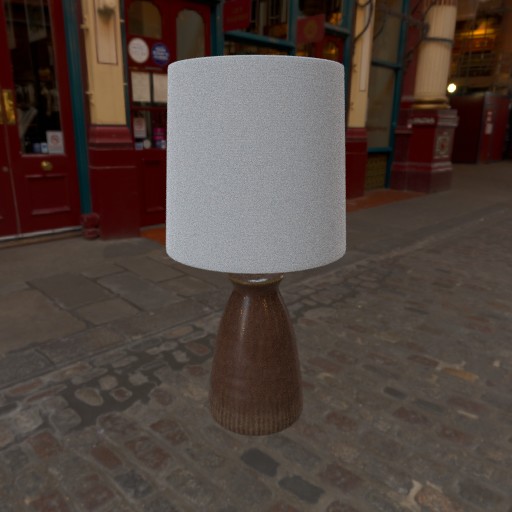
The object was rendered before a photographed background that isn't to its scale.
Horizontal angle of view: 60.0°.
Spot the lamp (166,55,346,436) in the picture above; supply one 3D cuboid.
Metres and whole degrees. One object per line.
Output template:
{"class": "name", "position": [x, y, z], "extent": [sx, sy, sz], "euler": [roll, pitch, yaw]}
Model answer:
{"class": "lamp", "position": [0.000, 0.000, 0.471], "extent": [0.186, 0.369, 0.186], "euler": [0, 16, 0]}
